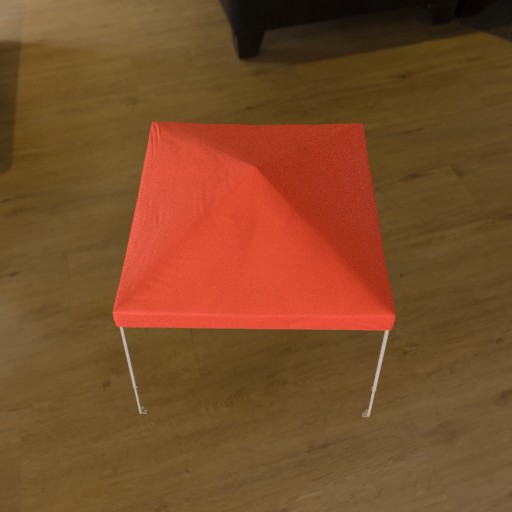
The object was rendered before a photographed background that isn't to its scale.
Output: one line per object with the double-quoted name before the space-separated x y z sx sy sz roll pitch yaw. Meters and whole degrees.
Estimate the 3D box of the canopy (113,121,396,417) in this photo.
"canopy" 0.000 0.000 5.058 2.849 2.850 2.850 1 57 0
